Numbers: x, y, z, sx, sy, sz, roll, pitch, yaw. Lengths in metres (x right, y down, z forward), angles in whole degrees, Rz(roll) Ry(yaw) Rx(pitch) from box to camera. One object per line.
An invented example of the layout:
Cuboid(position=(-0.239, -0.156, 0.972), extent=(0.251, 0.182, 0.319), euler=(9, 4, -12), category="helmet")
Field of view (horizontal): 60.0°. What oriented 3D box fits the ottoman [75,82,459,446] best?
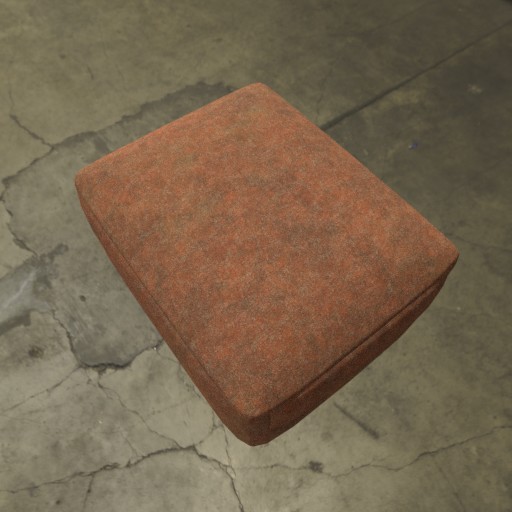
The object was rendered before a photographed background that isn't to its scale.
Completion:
Cuboid(position=(0.000, 0.000, 1.177), extent=(0.635, 0.508, 0.787), euler=(-33, 65, -18), category="ottoman")
